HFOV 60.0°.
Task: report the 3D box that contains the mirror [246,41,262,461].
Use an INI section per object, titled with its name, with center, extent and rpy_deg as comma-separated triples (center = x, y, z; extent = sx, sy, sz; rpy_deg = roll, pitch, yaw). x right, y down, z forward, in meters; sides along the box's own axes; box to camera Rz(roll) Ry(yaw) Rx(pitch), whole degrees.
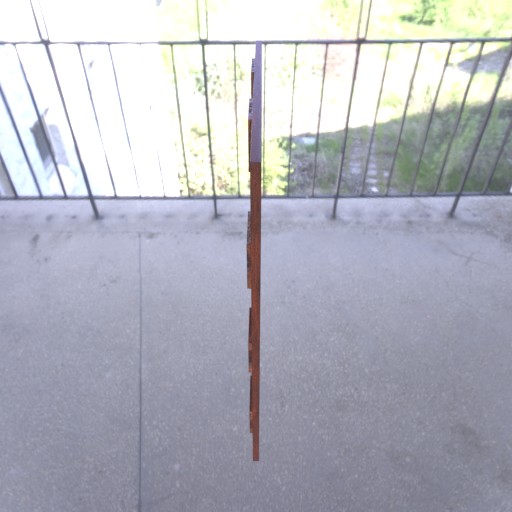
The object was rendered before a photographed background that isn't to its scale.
[mirror]
center = 0.000, 0.000, 1.058
extent = 0.021, 0.805, 0.600
rpy_deg = 0, 40, 1
